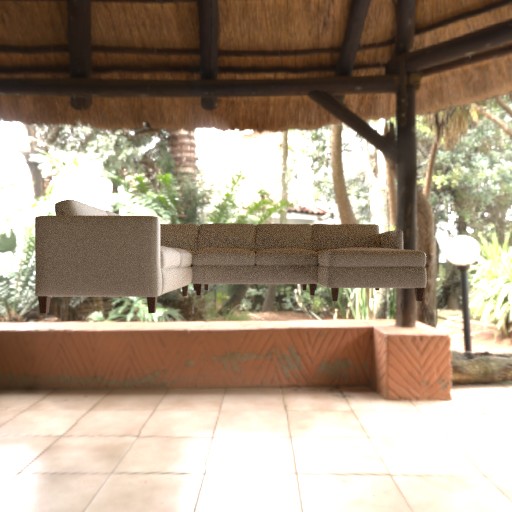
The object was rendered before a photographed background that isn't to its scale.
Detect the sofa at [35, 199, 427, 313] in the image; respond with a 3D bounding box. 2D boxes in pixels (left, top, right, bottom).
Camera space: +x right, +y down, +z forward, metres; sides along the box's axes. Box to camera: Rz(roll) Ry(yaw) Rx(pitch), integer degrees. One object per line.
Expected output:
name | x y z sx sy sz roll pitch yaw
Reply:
sofa | 0.000 0.000 4.433 3.238 0.853 2.551 0 0 0
